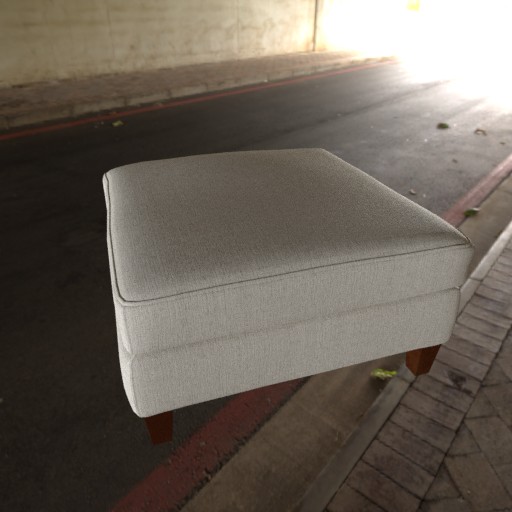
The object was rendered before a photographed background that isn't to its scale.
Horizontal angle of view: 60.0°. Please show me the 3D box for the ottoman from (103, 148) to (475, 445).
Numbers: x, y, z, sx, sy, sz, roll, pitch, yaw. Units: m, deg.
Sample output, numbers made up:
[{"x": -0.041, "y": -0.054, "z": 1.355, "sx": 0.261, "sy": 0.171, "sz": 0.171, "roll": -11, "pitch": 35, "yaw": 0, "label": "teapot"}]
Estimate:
[{"x": 0.000, "y": 0.000, "z": 1.340, "sx": 0.838, "sy": 0.478, "sz": 0.838, "roll": -9, "pitch": 30, "yaw": -16, "label": "ottoman"}]
